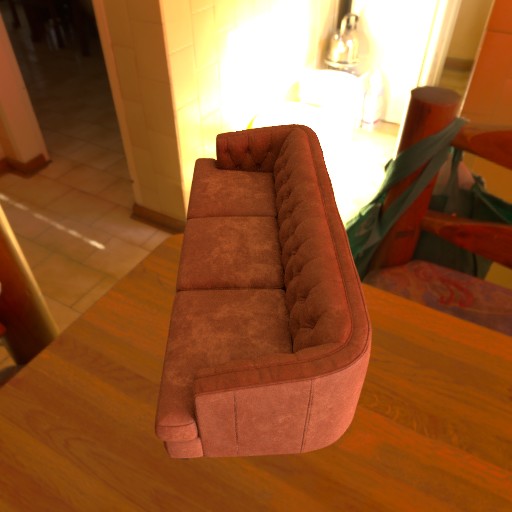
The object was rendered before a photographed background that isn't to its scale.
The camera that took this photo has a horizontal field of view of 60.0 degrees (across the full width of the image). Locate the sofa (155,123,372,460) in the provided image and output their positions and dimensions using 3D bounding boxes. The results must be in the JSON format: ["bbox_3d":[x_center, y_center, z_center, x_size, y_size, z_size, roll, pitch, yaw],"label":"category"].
[{"bbox_3d":[0.000,0.000,2.709,0.922,0.791,2.257,-1,42,-1],"label":"sofa"}]
